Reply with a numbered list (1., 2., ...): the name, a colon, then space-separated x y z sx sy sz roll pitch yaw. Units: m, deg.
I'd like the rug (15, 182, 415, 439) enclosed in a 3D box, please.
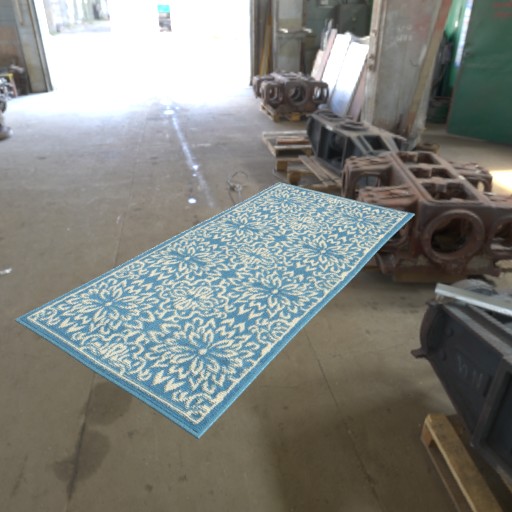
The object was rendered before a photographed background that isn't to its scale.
1. rug: 0.000 0.000 1.379 0.604 0.007 1.219 19 34 30
